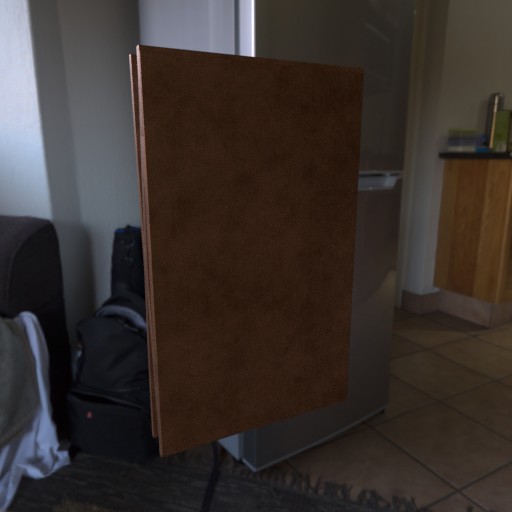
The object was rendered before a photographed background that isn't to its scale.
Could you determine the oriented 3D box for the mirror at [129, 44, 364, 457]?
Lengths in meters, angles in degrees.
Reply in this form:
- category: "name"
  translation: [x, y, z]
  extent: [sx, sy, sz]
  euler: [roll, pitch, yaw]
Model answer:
- category: "mirror"
  translation: [0.000, 0.000, 0.941]
  extent: [0.468, 0.768, 0.082]
  euler: [-7, 15, -26]
